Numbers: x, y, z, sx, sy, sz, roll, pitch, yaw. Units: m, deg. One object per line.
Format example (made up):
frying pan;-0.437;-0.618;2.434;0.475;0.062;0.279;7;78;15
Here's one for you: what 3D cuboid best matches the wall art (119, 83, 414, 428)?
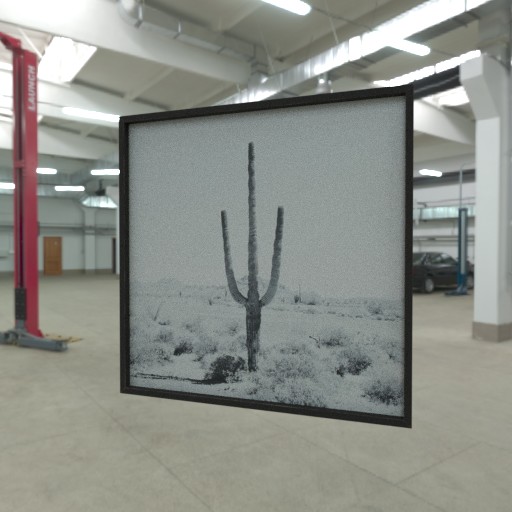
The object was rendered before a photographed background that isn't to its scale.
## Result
wall art;0.000;0.000;0.458;0.305;0.305;0.038;0;1;19
